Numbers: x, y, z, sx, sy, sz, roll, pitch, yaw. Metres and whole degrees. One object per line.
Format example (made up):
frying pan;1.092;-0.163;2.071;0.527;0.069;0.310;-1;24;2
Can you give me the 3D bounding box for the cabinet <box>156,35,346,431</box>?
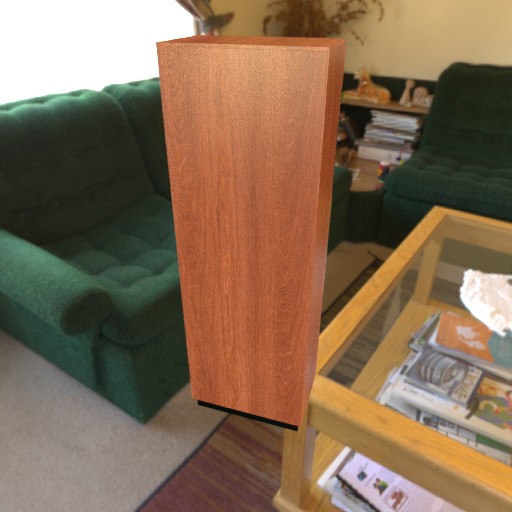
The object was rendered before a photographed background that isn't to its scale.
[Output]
cabinet;0.000;0.000;2.253;0.660;1.980;0.420;9;32;15
